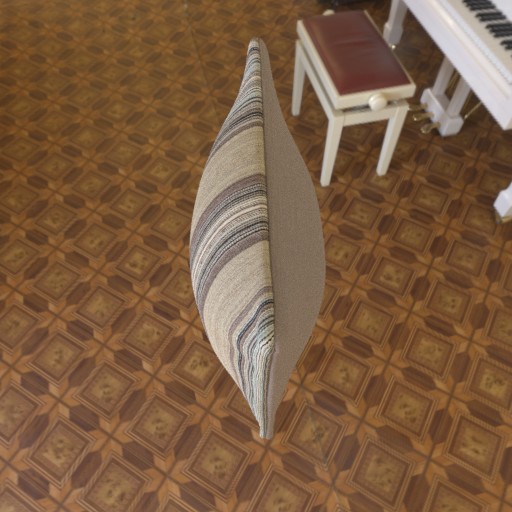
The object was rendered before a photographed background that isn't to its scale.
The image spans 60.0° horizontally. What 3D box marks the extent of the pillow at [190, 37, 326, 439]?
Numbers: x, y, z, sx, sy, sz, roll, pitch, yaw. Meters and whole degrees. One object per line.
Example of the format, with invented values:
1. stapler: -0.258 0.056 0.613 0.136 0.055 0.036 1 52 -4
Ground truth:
1. pillow: 0.000 0.000 0.645 0.189 0.416 0.435 -1 58 -1
